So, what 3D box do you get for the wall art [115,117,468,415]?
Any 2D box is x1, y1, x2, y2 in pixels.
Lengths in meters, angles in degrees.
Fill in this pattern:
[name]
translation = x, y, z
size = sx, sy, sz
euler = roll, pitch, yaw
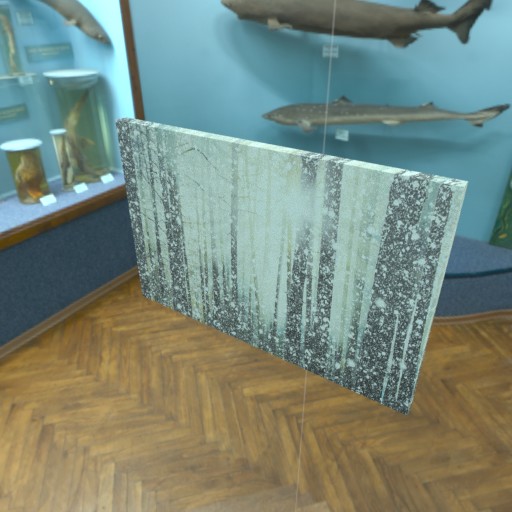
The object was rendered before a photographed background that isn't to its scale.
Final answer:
[wall art]
translation = 0.000, 0.000, 1.177
size = 0.919, 0.598, 0.038
euler = 19, 35, 29
